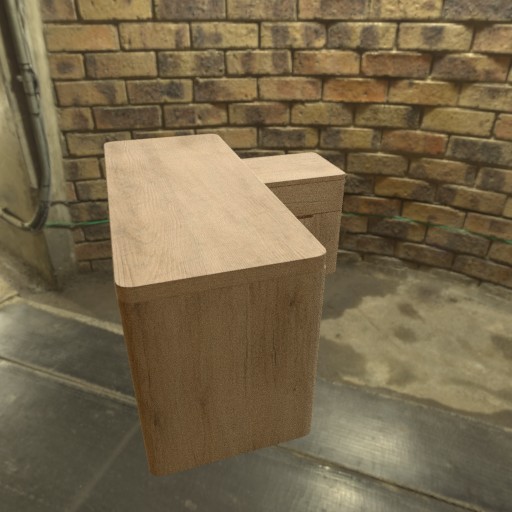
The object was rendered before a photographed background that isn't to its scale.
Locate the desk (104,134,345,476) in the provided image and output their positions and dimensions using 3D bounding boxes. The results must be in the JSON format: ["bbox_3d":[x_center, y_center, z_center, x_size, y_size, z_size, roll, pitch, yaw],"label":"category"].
[{"bbox_3d":[0.000,0.000,2.011,1.175,0.770,1.400,-9,31,-15],"label":"desk"}]
